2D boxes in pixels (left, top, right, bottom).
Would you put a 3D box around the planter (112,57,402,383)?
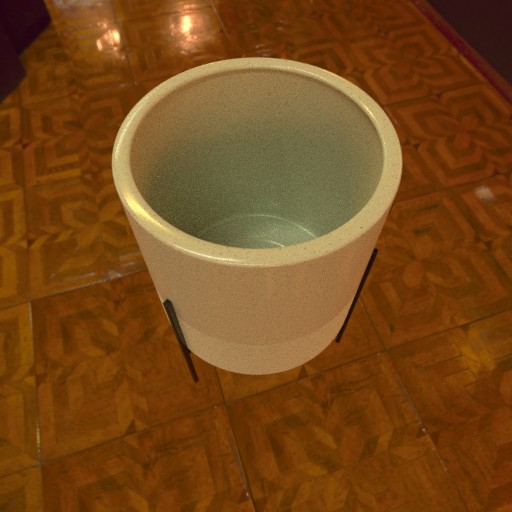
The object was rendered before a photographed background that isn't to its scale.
[{"bbox_3d":[0.000,0.000,0.685,0.314,0.475,0.323,-14,59,-8],"label":"planter"}]
